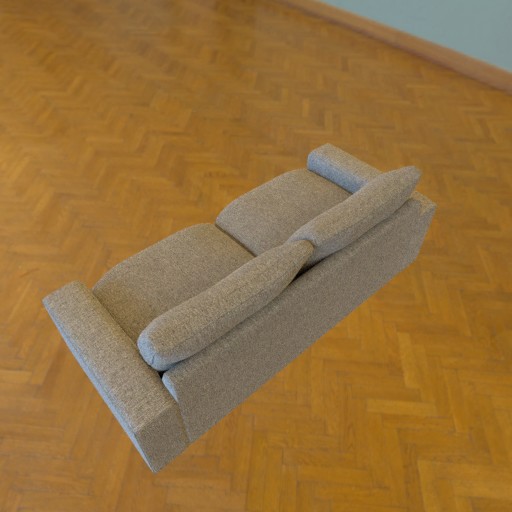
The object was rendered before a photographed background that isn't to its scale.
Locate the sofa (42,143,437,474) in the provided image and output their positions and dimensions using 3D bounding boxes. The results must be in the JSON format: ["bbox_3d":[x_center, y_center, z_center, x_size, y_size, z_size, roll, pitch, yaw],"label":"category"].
[{"bbox_3d":[0.000,0.000,2.752,2.299,0.922,1.040,-33,55,-27],"label":"sofa"}]
